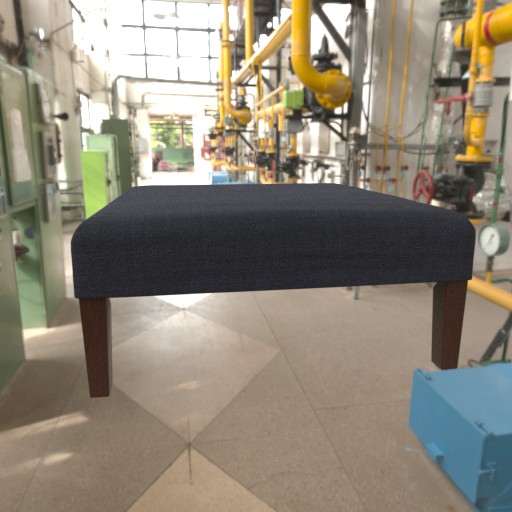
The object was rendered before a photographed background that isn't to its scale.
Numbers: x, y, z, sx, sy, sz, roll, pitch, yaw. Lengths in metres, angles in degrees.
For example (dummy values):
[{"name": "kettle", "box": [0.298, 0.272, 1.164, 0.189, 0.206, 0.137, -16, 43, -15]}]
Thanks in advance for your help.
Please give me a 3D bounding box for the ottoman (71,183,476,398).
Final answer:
[{"name": "ottoman", "box": [0.000, 0.000, 1.395, 0.890, 0.411, 0.889, -2, 14, -9]}]
